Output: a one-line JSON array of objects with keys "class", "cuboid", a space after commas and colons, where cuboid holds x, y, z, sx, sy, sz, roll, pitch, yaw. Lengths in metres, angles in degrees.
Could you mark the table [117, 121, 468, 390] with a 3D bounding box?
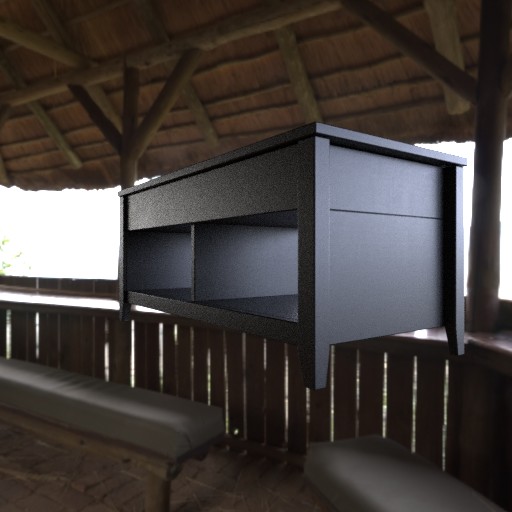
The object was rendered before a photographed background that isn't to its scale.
[{"class": "table", "cuboid": [0.000, 0.000, 1.299, 0.483, 0.457, 1.016, 0, 0, -36]}]
